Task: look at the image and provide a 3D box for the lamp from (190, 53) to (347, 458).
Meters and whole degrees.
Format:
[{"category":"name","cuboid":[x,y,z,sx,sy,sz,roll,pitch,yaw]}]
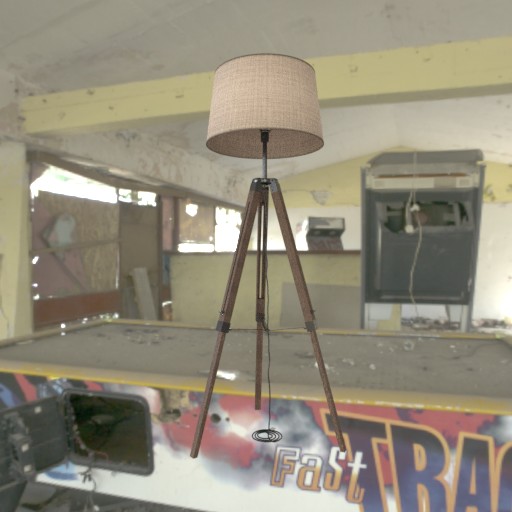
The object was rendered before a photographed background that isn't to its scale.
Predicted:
[{"category":"lamp","cuboid":[0.000,0.000,1.830,0.587,1.510,0.604,0,0,-36]}]
